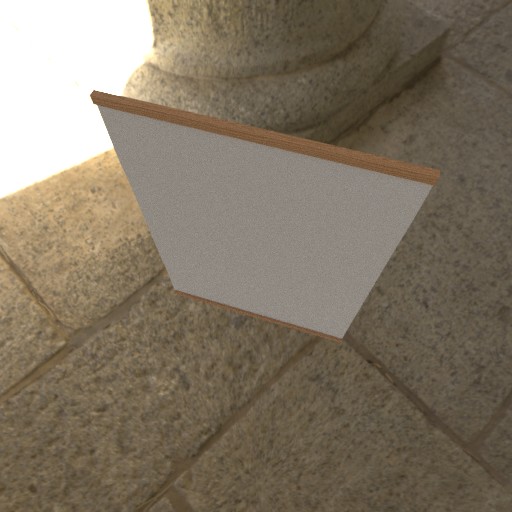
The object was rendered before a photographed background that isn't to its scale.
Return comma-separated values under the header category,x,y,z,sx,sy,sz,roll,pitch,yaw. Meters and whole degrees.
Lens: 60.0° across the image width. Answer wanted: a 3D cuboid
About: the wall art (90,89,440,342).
category,x,y,z,sx,sy,sz,roll,pitch,yaw
wall art,0.000,0.000,1.909,1.011,1.521,0.025,15,64,8
